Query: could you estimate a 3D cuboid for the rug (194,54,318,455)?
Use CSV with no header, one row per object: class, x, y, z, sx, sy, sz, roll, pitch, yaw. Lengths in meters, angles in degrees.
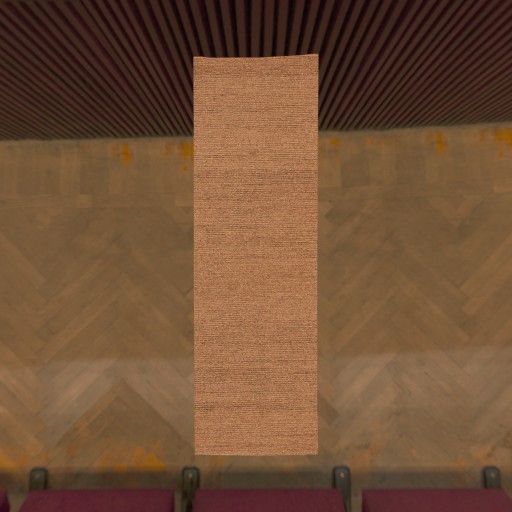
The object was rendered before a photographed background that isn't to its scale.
rug,0.000,0.000,2.639,0.741,0.014,2.390,0,91,0
